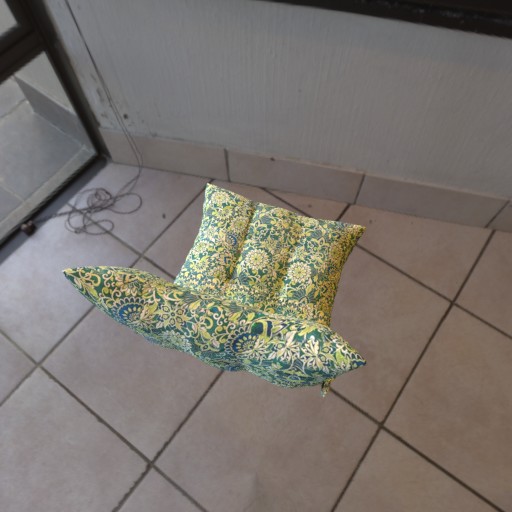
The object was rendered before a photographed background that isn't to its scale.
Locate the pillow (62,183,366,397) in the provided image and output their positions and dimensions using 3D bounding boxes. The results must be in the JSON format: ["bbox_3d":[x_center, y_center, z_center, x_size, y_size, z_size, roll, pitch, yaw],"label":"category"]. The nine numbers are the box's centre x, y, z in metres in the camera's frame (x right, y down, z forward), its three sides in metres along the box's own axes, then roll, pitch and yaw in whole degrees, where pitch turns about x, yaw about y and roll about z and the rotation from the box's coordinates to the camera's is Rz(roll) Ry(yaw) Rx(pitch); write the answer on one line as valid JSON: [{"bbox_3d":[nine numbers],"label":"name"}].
[{"bbox_3d":[0.000,0.000,1.027,0.541,0.536,0.585,16,65,8],"label":"pillow"}]
